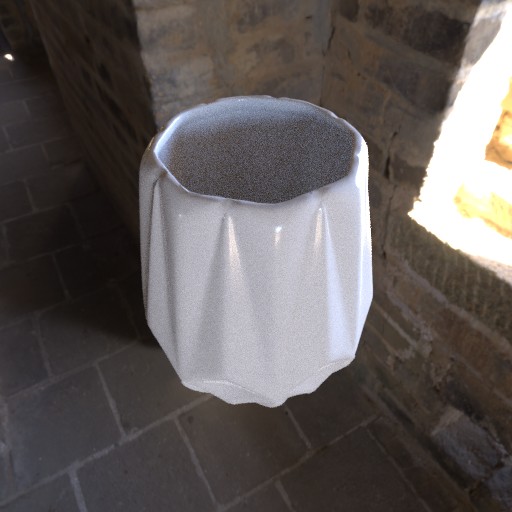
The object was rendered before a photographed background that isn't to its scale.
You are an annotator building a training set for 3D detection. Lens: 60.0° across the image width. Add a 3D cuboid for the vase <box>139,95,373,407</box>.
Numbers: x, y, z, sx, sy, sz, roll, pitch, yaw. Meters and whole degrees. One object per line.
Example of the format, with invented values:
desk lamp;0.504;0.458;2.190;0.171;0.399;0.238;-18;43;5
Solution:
vase;0.000;0.000;0.260;0.141;0.152;0.141;0;45;0
